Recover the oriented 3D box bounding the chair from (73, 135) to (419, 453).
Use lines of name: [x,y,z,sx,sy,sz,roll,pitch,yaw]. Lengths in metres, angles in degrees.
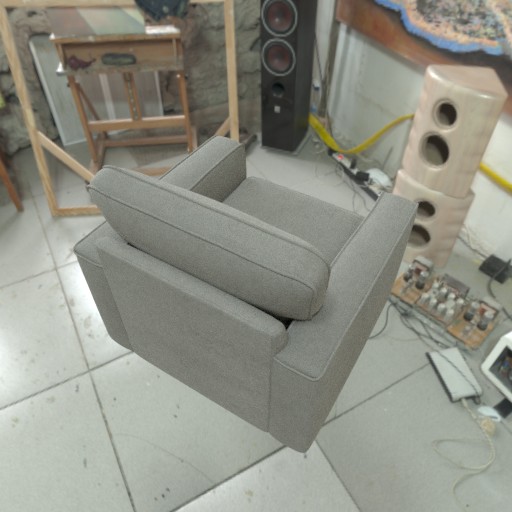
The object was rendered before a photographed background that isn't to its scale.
chair: [0.000,0.000,1.798,1.015,0.965,0.939,24,51,21]
